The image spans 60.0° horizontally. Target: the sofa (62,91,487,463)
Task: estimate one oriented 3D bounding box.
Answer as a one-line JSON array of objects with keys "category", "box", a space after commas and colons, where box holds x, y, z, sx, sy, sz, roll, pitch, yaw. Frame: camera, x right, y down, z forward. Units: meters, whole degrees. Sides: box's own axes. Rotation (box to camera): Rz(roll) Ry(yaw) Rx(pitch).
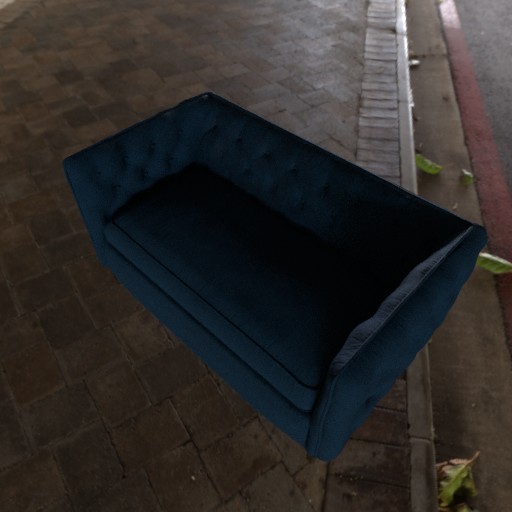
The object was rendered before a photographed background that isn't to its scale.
[{"category": "sofa", "box": [0.000, 0.000, 2.048, 1.583, 0.810, 0.909, 35, 57, 28]}]
